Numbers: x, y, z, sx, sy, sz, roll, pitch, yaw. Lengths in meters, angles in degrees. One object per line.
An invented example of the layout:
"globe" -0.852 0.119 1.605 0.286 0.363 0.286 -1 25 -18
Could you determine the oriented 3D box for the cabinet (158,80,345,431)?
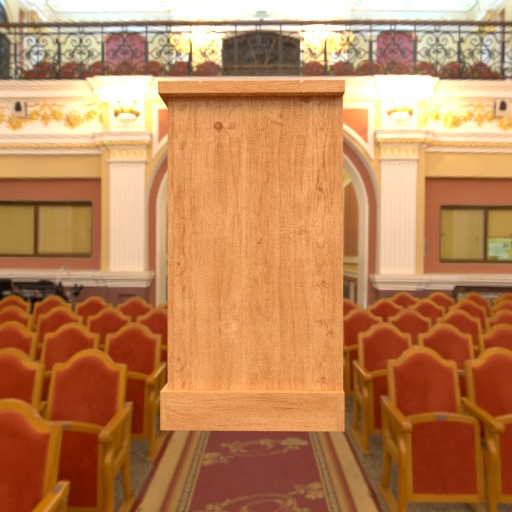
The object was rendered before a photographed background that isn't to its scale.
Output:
"cabinet" 0.000 0.000 1.681 0.432 0.810 1.321 0 0 1
